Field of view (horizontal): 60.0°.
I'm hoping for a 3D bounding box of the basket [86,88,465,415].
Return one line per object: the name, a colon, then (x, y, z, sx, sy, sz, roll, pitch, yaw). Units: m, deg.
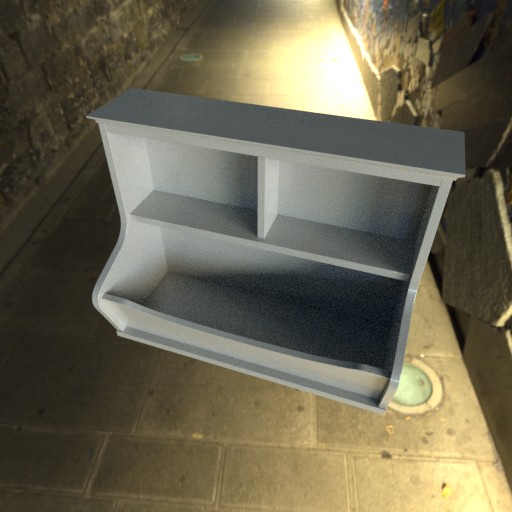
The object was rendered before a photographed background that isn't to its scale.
basket: (0.000, 0.000, 1.071, 0.780, 0.600, 0.350, 13, 42, 15)
